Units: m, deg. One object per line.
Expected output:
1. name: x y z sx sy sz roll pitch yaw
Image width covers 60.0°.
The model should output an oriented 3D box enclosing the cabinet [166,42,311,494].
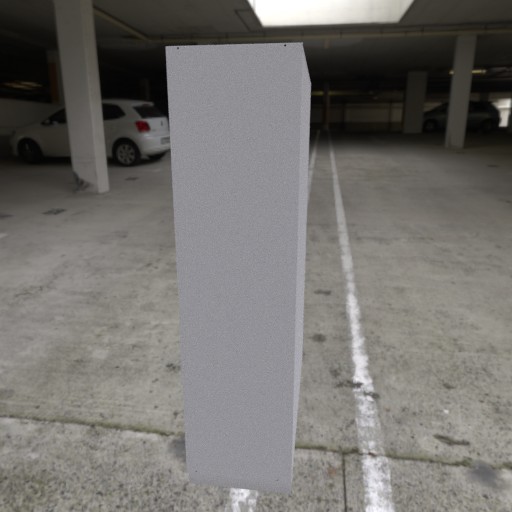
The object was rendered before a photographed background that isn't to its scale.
1. cabinet: 0.000 0.000 2.442 0.510 1.910 1.290 2 16 8
